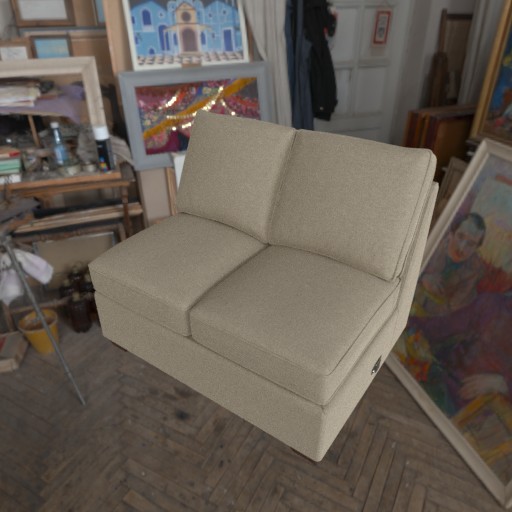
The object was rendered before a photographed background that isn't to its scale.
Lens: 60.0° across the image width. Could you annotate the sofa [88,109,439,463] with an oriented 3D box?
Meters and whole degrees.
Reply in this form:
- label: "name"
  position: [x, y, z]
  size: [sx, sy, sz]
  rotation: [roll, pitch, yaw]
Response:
- label: "sofa"
  position: [0.000, 0.000, 1.994]
  size: [1.237, 1.008, 0.951]
  rotation: [20, 37, 29]
